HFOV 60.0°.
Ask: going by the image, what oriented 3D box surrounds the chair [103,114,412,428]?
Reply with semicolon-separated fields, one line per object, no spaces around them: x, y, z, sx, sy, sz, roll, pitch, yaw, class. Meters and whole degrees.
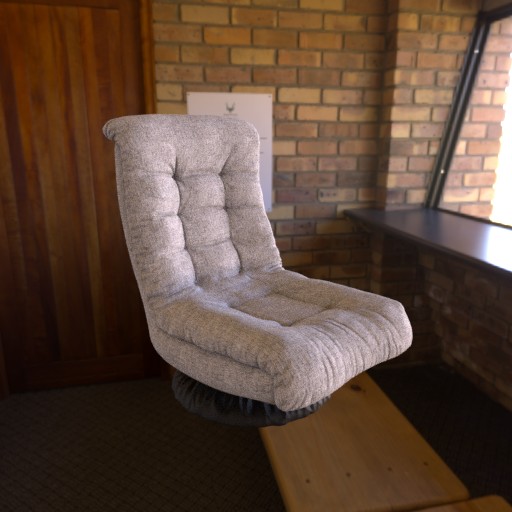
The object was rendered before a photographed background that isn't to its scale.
0.000;0.000;0.954;0.400;0.600;0.583;-14;20;-43;chair
